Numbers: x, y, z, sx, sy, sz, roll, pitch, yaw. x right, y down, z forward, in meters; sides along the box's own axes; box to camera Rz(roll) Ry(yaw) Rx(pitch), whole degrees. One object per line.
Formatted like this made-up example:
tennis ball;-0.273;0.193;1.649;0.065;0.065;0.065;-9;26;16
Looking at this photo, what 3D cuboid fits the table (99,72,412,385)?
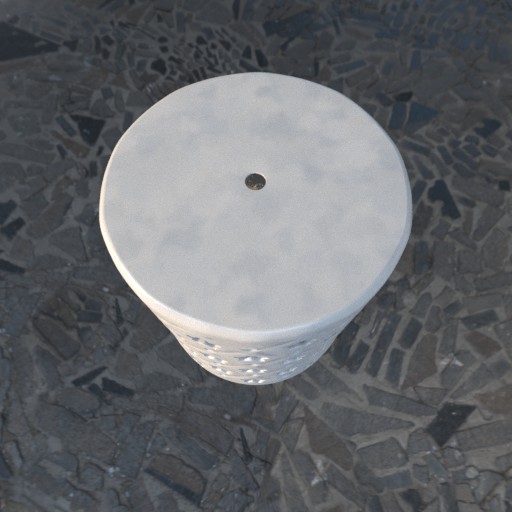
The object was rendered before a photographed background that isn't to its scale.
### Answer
table;0.000;0.000;0.664;0.352;0.387;0.352;0;65;0
